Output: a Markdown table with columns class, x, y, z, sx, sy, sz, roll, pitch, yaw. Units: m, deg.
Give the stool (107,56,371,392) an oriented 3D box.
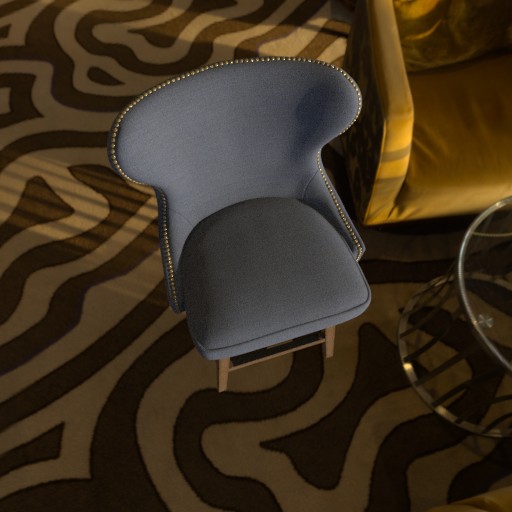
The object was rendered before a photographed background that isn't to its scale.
| class | x | y | z | sx | sy | sz | roll | pitch | yaw |
| --- | --- | --- | --- | --- | --- | --- | --- | --- | --- |
| stool | 0.000 | 0.000 | 1.356 | 0.615 | 0.972 | 0.597 | -16 | 64 | -8 |
